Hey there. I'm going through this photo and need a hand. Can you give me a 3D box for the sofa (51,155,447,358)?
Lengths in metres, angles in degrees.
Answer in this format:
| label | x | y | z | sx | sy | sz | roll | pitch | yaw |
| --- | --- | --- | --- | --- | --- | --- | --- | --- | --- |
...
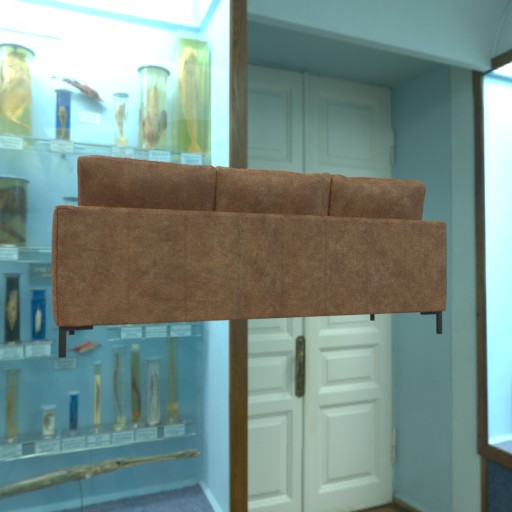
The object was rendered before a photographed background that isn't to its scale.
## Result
| label | x | y | z | sx | sy | sz | roll | pitch | yaw |
| --- | --- | --- | --- | --- | --- | --- | --- | --- | --- |
| sofa | 0.000 | 0.000 | 2.476 | 2.029 | 0.863 | 0.748 | 0 | -1 | -19 |
